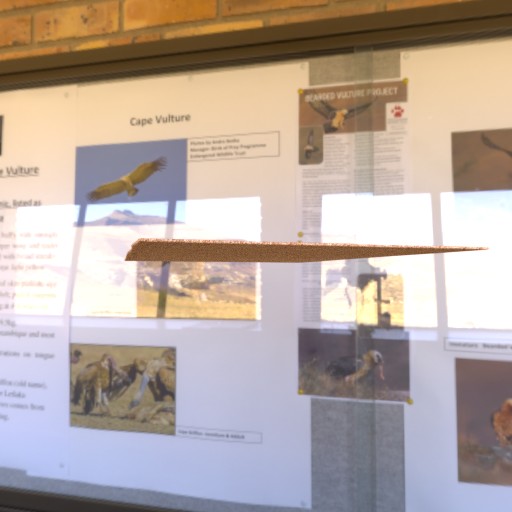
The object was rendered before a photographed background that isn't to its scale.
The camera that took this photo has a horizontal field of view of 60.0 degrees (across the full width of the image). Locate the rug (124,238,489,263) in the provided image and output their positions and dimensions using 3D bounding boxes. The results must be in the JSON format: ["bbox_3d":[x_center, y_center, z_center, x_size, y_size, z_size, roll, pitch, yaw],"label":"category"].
[{"bbox_3d":[0.000,0.000,2.752,1.566,0.013,2.141,1,-3,-18],"label":"rug"}]
